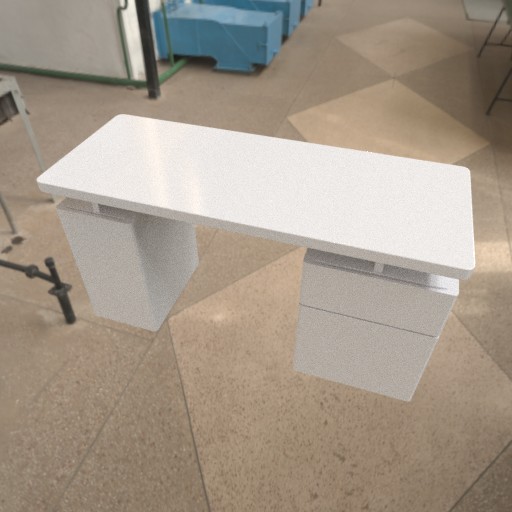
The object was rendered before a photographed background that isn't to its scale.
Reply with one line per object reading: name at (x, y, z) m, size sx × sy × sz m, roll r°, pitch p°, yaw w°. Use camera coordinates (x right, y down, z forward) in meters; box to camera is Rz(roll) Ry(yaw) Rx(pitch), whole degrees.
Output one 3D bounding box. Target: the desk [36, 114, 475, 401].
desk at (0.000, 0.000, 1.779) m, size 1.400 × 0.762 × 0.550 m, roll 12°, pitch 44°, yaw 13°
